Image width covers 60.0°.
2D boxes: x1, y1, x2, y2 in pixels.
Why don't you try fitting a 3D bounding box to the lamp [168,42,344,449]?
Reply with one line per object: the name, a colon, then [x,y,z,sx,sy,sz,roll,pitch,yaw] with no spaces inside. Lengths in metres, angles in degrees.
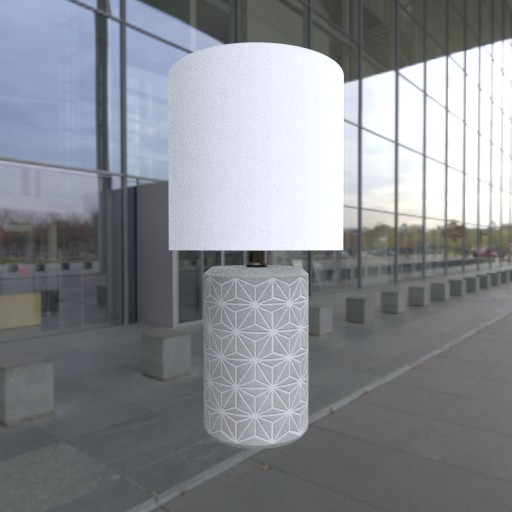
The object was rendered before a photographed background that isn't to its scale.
lamp: [0.000,0.000,0.534,0.206,0.416,0.206,-1,1,-35]
